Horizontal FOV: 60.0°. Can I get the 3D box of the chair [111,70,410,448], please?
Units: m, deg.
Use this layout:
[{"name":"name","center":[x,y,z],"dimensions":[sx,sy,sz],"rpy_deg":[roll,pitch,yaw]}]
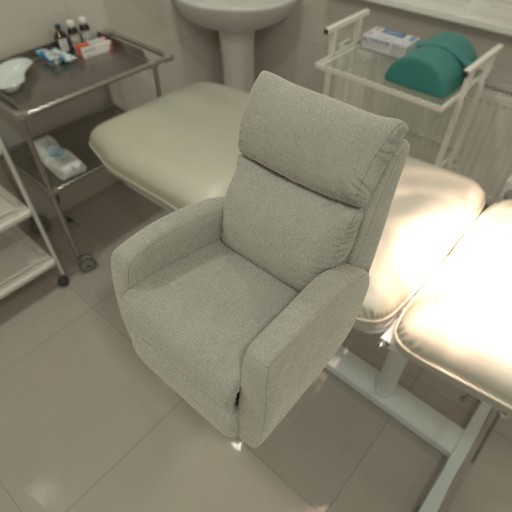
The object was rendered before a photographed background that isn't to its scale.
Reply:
[{"name":"chair","center":[0.000,0.000,1.689],"dimensions":[0.794,1.021,0.940],"rpy_deg":[32,54,27]}]
